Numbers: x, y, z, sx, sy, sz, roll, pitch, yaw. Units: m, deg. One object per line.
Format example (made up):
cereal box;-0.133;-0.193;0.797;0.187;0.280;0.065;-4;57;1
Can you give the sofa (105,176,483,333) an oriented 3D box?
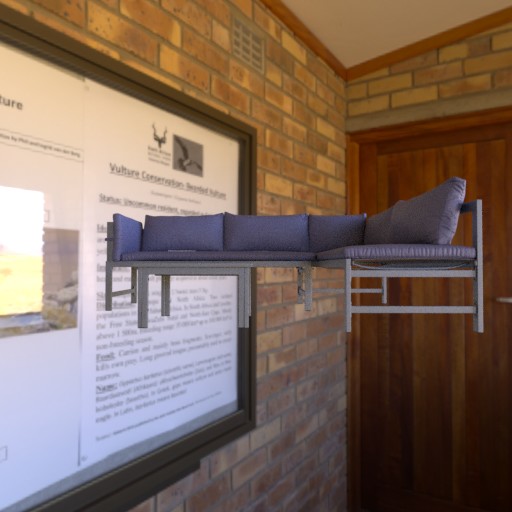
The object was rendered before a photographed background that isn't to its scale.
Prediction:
sofa;0.000;0.000;2.923;2.149;0.762;1.658;0;-1;1
